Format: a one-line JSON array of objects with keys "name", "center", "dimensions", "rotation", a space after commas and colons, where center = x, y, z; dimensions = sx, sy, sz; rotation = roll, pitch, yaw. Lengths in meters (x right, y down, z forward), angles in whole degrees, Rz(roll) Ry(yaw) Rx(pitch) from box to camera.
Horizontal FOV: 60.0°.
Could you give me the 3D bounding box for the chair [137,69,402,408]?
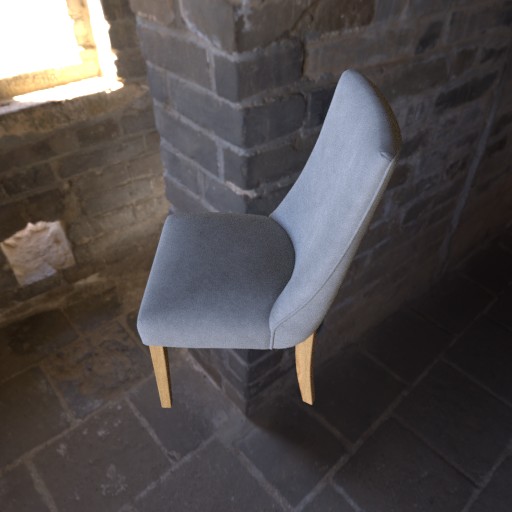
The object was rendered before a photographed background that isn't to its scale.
[{"name": "chair", "center": [0.000, 0.000, 1.272], "dimensions": [0.610, 0.902, 0.495], "rotation": [1, 41, 1]}]
